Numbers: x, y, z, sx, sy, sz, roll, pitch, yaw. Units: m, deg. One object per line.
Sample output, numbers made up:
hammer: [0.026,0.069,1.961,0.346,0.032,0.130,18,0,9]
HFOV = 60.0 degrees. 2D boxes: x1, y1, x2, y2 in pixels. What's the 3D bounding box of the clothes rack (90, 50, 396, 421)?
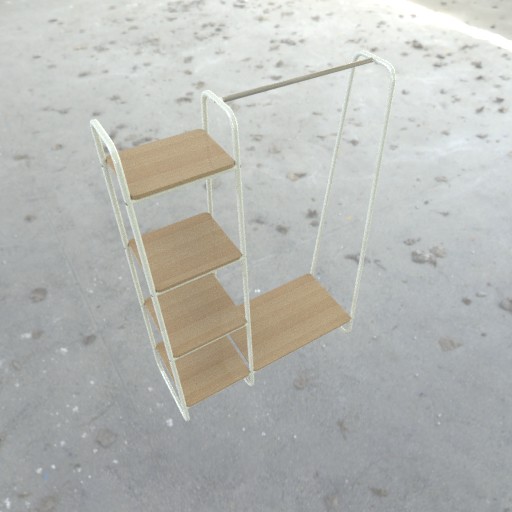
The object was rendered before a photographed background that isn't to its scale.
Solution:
clothes rack: [0.000,0.000,1.925,1.011,1.500,0.400,-23,50,-21]
